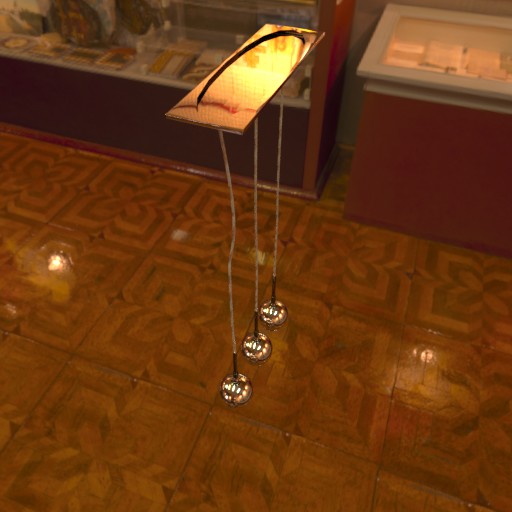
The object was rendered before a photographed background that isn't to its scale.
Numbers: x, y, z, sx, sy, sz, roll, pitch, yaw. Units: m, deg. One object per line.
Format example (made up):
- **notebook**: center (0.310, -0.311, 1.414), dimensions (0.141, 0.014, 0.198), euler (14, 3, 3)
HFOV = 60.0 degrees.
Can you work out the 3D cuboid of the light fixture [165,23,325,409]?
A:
- **light fixture**: center (0.000, 0.000, 1.658), dimensions (0.188, 1.408, 0.623), euler (17, 48, 15)
